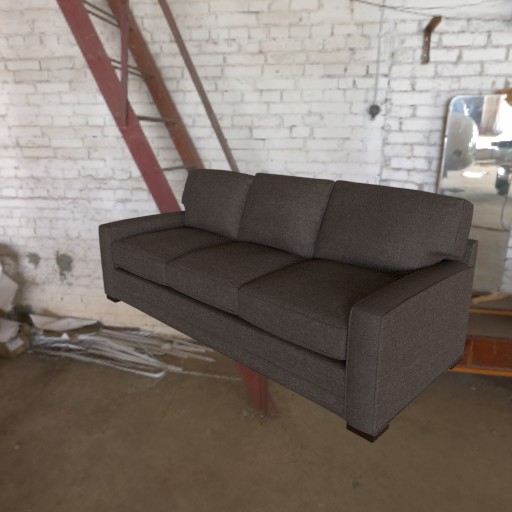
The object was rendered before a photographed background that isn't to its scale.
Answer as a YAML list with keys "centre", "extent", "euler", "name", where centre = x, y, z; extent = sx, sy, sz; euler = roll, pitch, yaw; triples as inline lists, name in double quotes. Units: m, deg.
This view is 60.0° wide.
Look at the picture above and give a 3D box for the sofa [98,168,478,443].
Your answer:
- centre: [0.000, 0.000, 2.862]
  extent: [2.369, 0.978, 1.004]
  euler: [16, 22, 43]
  name: "sofa"
